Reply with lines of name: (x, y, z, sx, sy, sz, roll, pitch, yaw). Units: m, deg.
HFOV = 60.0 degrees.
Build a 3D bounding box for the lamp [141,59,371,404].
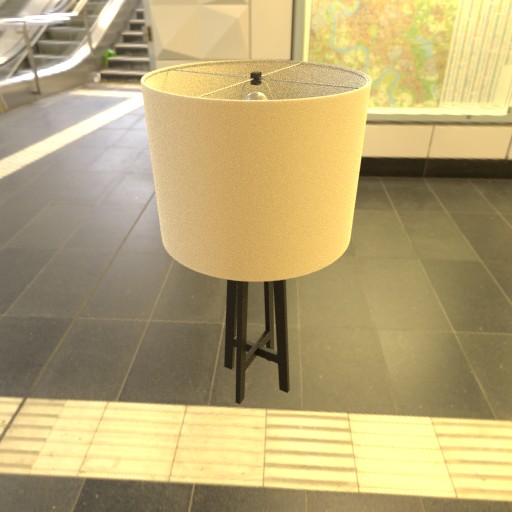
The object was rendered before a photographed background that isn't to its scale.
lamp: (0.000, 0.000, 0.631, 0.257, 0.489, 0.257, -9, 33, -14)
